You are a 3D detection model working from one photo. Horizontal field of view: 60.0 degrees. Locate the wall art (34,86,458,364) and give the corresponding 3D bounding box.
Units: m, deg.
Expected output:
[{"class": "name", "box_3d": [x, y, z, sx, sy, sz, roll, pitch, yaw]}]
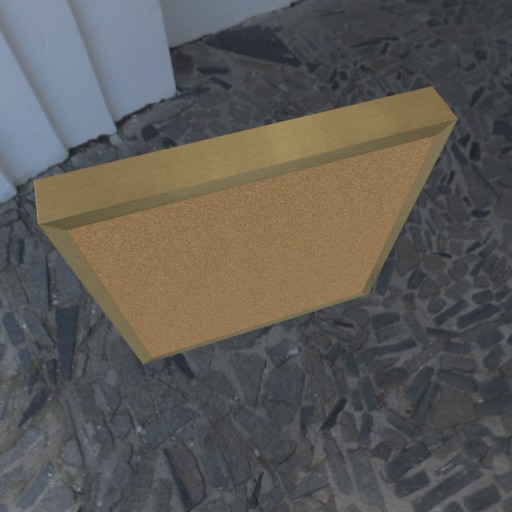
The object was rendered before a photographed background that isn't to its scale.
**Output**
[{"class": "wall art", "box_3d": [0.000, 0.000, 0.447, 0.304, 0.305, 0.038, -16, 61, -9]}]
